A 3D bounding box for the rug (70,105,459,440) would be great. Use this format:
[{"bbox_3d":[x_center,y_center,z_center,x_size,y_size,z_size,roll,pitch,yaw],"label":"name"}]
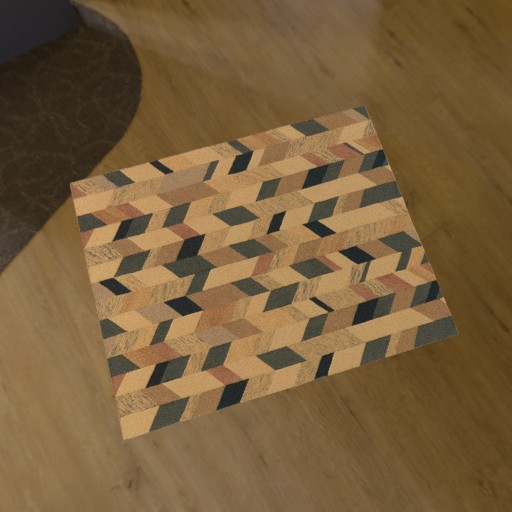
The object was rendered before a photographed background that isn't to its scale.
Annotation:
[{"bbox_3d":[0.000,0.000,4.150,3.072,0.011,2.451,-16,76,-4],"label":"rug"}]
